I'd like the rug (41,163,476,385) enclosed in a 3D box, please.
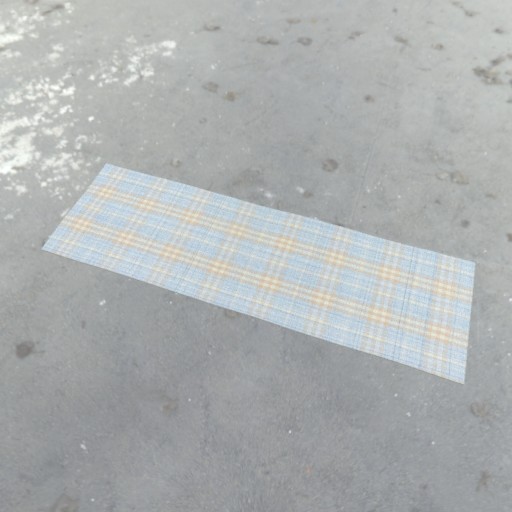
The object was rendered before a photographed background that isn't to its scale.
[{"bbox_3d":[0.000,0.000,2.602,2.439,0.013,0.762,16,58,11],"label":"rug"}]
